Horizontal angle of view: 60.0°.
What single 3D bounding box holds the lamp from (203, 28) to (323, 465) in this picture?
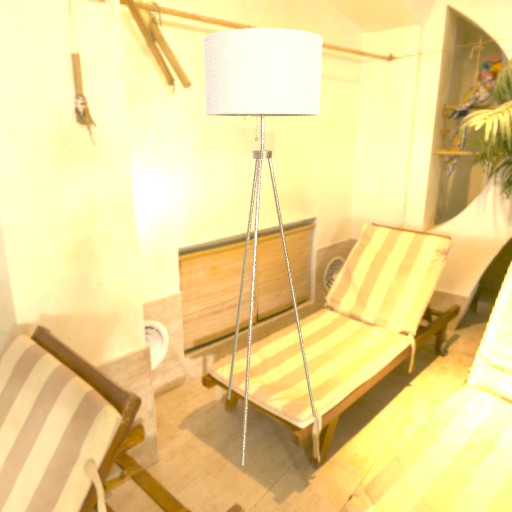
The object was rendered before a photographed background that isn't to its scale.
[{"bbox_3d":[0.000,0.000,1.745,0.458,1.545,0.448,15,22,41],"label":"lamp"}]
